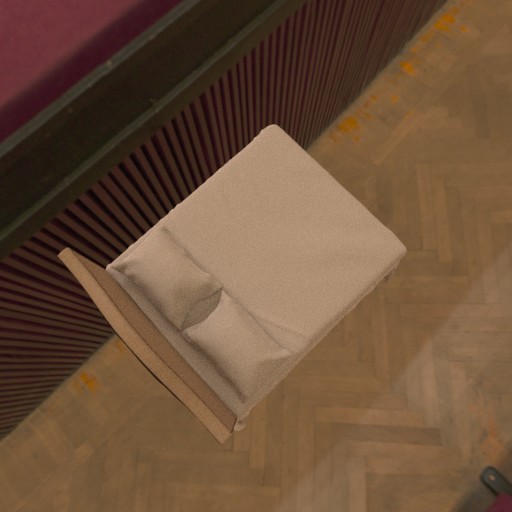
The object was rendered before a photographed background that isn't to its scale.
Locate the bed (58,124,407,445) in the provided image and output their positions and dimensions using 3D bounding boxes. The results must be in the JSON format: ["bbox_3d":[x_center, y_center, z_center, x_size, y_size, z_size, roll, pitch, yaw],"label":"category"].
[{"bbox_3d":[0.000,0.000,3.504,2.221,1.645,1.876,-43,80,-9],"label":"bed"}]
